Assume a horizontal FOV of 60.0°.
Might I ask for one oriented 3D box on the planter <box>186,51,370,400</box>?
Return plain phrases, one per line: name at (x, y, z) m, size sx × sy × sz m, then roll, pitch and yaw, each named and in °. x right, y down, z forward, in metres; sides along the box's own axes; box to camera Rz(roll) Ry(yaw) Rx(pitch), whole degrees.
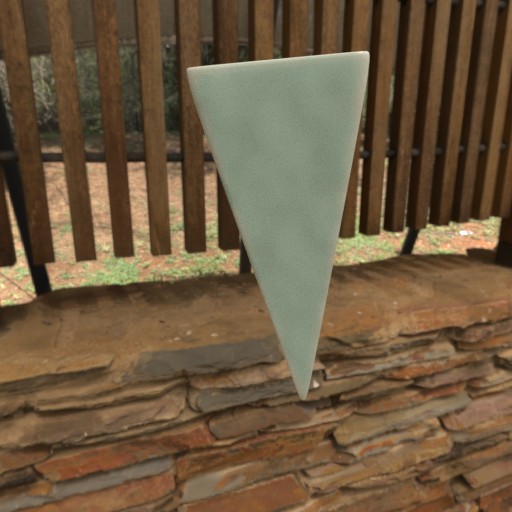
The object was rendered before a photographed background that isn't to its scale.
planter at (0.000, 0.000, 0.218) m, size 0.064 × 0.178 × 0.080 m, roll -7°, pitch 17°, yaw -26°
